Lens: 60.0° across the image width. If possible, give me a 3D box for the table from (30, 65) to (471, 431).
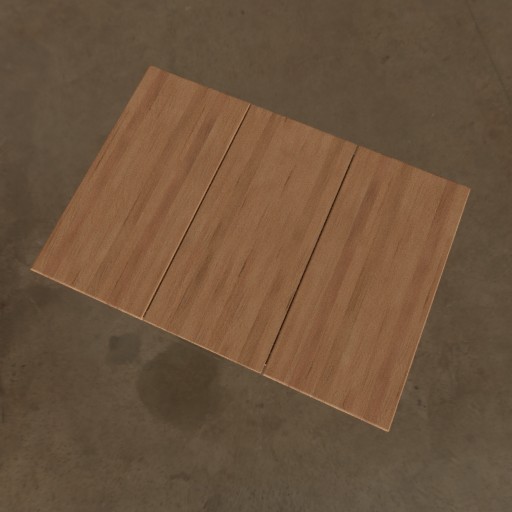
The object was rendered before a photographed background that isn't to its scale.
[{"bbox_3d":[0.000,0.000,1.930,1.300,0.770,0.900,23,76,6],"label":"table"}]
